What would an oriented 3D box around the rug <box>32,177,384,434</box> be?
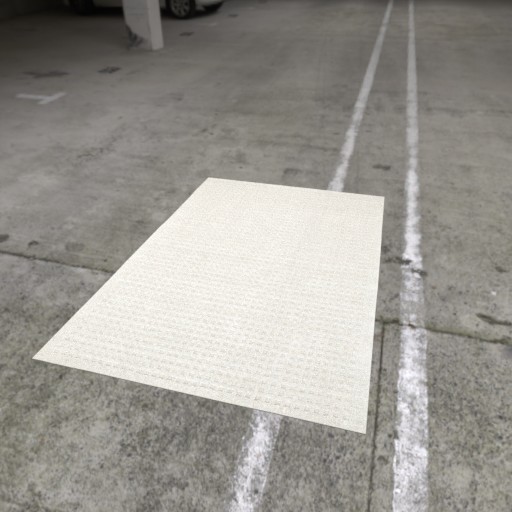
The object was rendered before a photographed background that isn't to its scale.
[{"bbox_3d":[0.000,0.000,2.820,1.523,0.006,2.289,8,33,13],"label":"rug"}]
